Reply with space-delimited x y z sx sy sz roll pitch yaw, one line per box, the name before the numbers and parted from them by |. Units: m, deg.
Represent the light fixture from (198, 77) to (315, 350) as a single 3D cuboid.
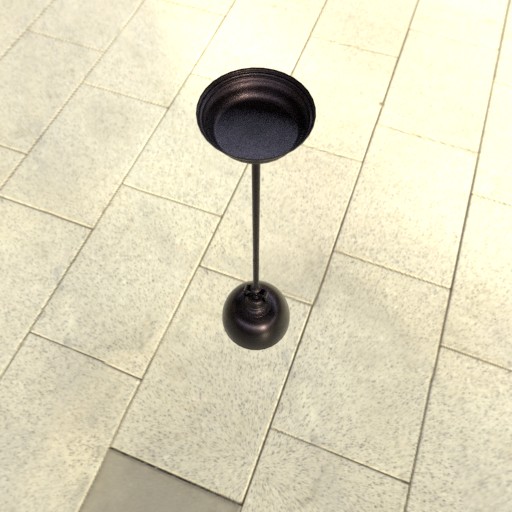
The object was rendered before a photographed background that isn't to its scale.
light fixture | 0.000 0.000 0.849 0.182 0.768 0.182 17 66 8
